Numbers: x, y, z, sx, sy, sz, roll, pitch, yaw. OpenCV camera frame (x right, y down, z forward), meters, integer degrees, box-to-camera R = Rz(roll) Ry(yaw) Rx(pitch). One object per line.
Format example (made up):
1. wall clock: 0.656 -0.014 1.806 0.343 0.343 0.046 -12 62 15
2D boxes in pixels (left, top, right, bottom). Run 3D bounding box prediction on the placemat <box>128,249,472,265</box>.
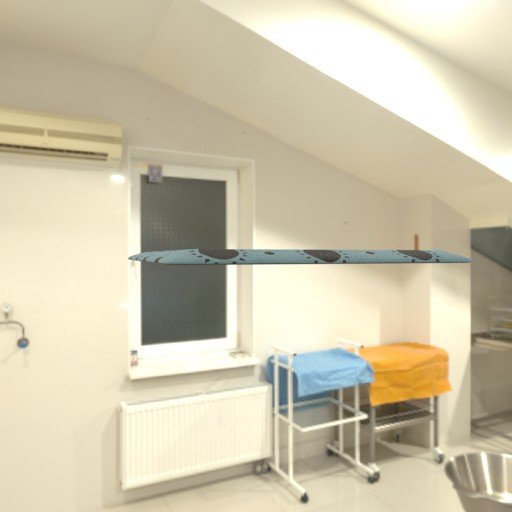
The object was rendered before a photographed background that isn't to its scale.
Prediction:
1. placemat: 0.000 0.000 0.992 0.508 0.021 0.762 0 0 -20
